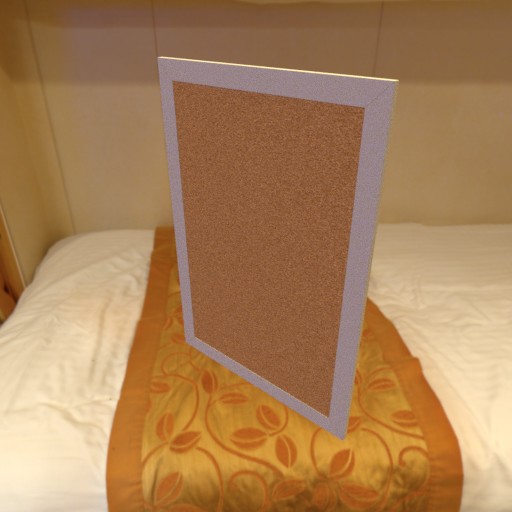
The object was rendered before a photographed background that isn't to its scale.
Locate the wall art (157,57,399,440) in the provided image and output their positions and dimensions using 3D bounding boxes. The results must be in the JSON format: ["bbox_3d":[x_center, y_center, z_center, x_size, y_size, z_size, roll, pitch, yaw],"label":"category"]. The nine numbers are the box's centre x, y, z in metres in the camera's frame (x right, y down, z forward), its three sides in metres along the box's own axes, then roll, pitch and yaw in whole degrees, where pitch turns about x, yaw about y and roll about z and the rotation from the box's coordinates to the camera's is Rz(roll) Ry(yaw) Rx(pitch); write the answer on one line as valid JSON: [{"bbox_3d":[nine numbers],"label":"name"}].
[{"bbox_3d":[0.000,0.000,0.833,0.454,0.659,0.011,22,36,34],"label":"wall art"}]
